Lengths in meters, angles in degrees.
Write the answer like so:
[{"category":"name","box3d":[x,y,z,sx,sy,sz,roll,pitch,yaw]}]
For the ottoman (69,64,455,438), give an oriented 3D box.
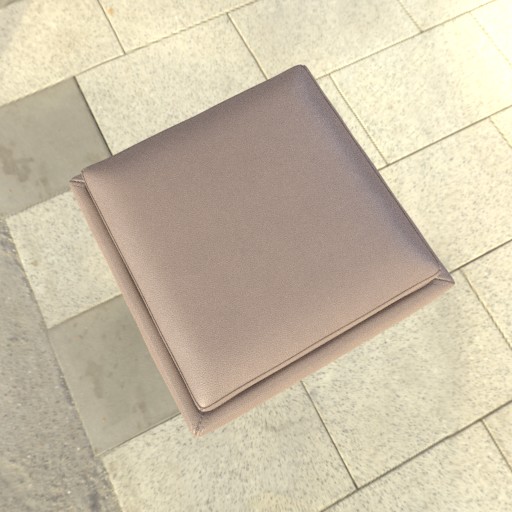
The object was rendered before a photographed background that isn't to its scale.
[{"category":"ottoman","box3d":[0.000,0.000,0.818,0.450,0.460,0.451,-29,77,-7]}]
